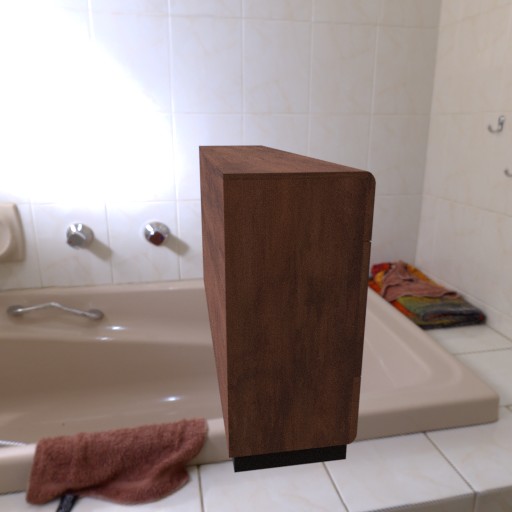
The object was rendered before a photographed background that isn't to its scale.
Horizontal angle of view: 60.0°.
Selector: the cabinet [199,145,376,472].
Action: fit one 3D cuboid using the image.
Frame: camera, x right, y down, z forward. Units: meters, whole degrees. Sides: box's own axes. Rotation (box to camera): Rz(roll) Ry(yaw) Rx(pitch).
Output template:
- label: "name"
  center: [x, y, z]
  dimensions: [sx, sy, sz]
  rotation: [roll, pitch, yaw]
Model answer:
- label: "cabinet"
  center: [0.000, 0.000, 1.993]
  dimensions: [0.420, 0.900, 1.600]
  rotation: [-3, 17, -9]
